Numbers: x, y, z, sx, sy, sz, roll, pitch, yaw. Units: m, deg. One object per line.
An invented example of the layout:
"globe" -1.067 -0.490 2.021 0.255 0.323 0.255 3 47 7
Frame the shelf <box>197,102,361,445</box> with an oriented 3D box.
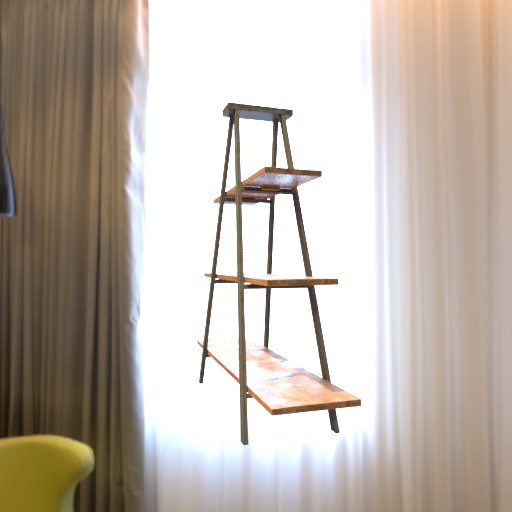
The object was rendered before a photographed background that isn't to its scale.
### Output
"shelf" 0.000 0.000 2.744 0.508 1.808 1.746 0 -1 -18
